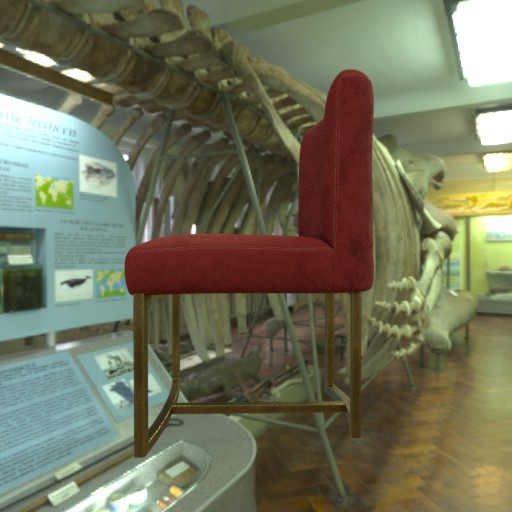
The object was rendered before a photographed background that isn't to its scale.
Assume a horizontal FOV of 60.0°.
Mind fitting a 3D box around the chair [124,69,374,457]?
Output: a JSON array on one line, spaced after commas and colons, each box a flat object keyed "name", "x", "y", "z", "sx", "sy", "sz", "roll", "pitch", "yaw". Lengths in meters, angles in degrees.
[{"name": "chair", "x": 0.000, "y": 0.000, "z": 1.161, "sx": 0.560, "sy": 0.824, "sz": 0.530, "roll": 0, "pitch": 1, "yaw": -1}]
